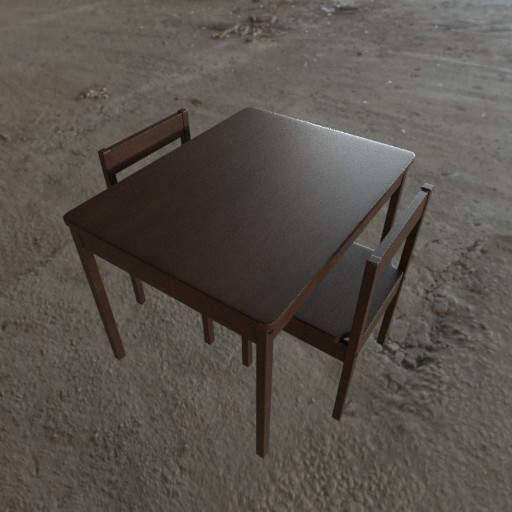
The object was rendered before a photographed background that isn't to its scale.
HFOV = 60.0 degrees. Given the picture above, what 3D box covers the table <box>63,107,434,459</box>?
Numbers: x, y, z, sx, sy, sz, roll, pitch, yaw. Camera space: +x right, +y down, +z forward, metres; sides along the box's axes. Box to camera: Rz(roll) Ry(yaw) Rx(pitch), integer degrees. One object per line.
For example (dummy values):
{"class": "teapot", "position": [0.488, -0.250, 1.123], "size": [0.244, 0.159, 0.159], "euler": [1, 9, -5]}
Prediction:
{"class": "table", "position": [0.000, 0.000, 1.108], "size": [0.672, 0.503, 0.650], "euler": [24, 47, 25]}
